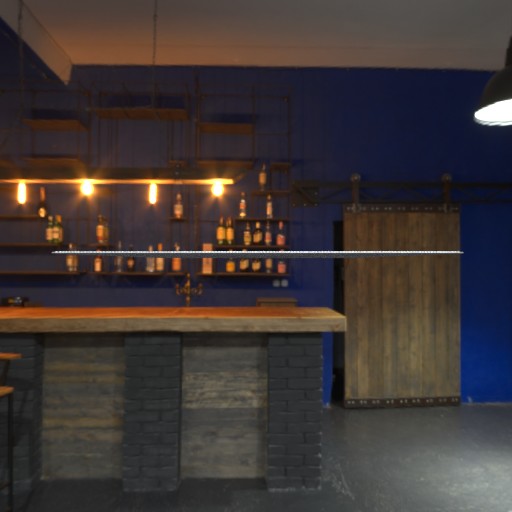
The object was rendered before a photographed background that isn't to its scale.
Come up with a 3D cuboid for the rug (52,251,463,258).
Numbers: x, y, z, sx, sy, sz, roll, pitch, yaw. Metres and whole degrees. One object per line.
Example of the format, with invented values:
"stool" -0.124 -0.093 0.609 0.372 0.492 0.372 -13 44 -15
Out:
"rug" 0.000 0.000 4.108 2.438 0.012 3.048 0 -1 0
